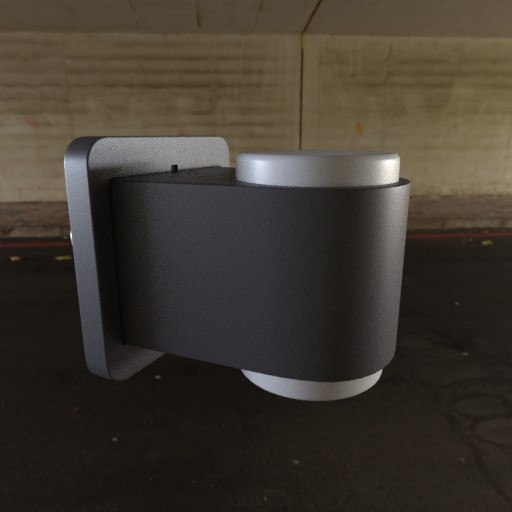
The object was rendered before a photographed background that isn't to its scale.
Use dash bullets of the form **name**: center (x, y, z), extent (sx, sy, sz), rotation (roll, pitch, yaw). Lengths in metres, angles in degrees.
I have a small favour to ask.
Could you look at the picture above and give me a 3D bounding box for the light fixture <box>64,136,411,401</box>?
- **light fixture**: center (0.000, 0.000, 0.208), extent (0.132, 0.109, 0.109), rotation (8, 17, 26)
